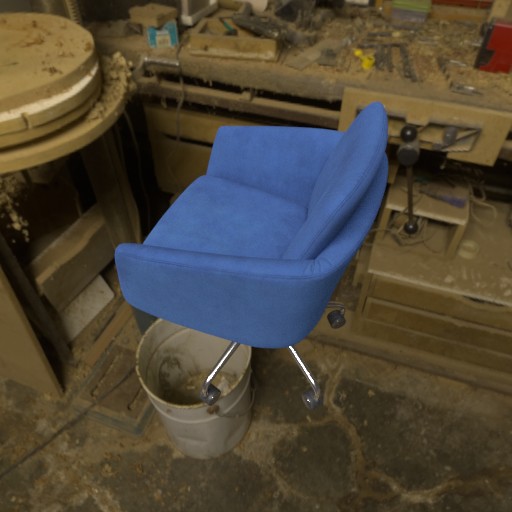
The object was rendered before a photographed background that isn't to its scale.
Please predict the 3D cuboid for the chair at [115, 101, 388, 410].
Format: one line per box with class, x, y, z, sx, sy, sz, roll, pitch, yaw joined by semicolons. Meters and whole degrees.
chair;0.000;0.000;1.345;0.635;0.908;0.641;15;48;14
